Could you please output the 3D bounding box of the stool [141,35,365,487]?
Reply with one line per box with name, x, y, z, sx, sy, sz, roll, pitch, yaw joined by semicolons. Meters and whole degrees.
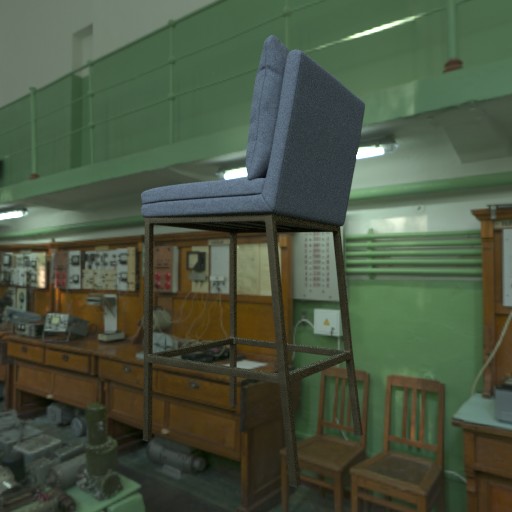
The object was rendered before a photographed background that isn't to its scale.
stool;0.000;0.000;1.403;0.569;1.130;0.463;-1;-2;35
